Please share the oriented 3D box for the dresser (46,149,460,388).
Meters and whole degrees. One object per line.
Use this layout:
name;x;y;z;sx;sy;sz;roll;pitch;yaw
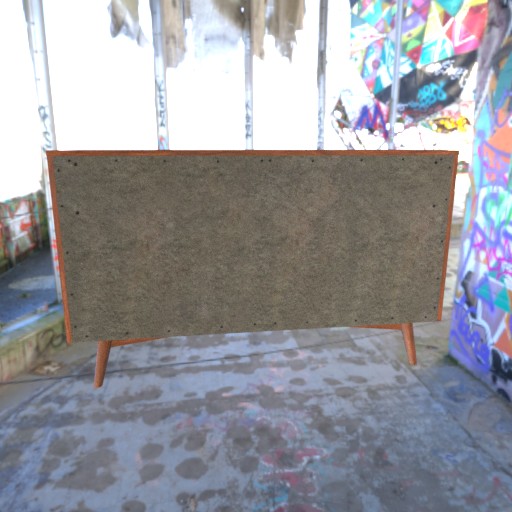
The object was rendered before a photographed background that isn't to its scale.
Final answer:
dresser;0.000;0.000;1.908;1.472;0.889;0.500;-2;14;-8
